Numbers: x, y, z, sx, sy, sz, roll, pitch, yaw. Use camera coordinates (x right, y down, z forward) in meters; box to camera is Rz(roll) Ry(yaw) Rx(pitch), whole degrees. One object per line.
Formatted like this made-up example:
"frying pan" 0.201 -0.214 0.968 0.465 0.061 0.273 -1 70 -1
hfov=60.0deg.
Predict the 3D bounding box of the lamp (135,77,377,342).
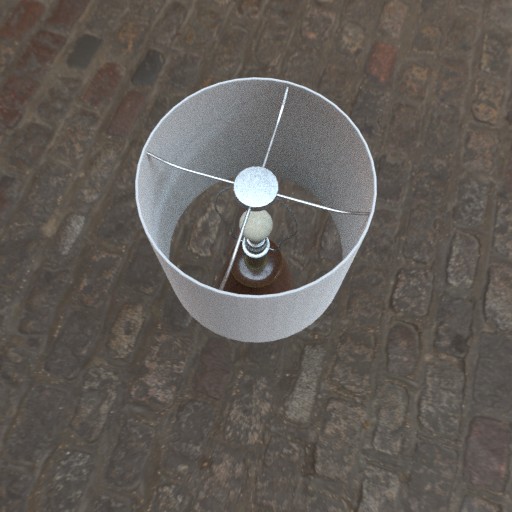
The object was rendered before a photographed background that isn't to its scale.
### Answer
"lamp" 0.000 0.000 0.478 0.186 0.369 0.186 0 74 0
